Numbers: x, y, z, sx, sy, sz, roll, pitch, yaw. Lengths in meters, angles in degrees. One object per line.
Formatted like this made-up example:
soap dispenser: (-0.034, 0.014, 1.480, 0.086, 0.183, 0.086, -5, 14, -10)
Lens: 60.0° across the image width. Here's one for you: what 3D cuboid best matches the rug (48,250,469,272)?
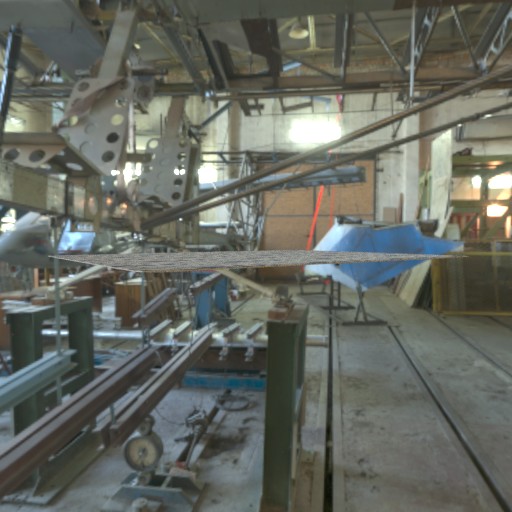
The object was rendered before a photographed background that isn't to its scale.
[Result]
rug: (0.000, 0.000, 4.215, 3.205, 0.015, 2.437, -2, 3, -36)
